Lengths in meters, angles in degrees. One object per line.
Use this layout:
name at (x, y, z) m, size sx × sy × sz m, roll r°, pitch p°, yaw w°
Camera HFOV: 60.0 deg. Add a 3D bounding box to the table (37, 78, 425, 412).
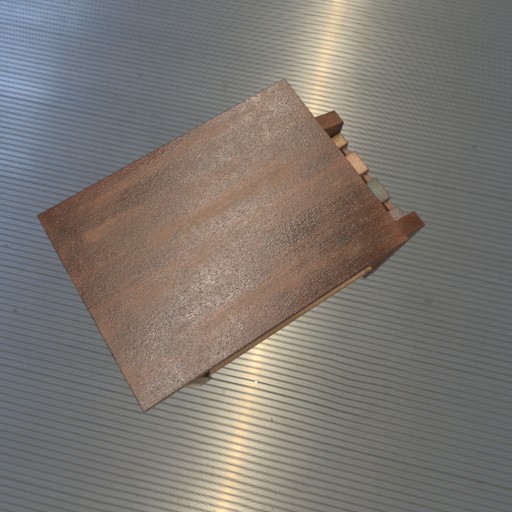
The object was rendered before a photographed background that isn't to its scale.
table at (0.000, 0.000, 0.996) m, size 0.609 × 0.584 × 0.356 m, roll -32°, pitch 77°, yaw -9°
